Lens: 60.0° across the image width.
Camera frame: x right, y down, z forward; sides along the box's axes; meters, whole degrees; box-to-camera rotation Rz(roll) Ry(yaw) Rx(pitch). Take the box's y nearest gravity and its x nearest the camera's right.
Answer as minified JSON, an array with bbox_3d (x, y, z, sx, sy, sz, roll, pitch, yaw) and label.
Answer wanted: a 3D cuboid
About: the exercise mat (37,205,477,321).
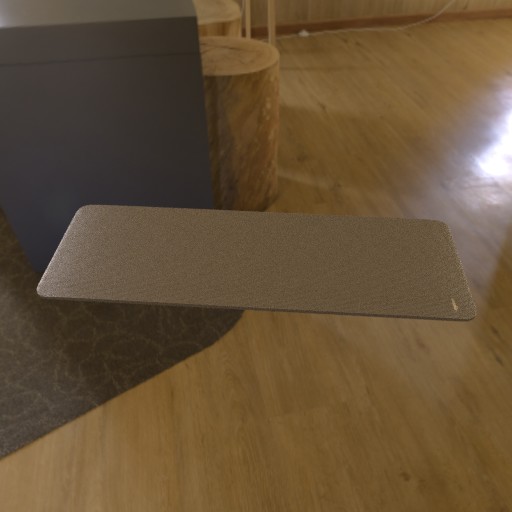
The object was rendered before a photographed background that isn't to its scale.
[{"bbox_3d":[0.000,0.000,2.063,1.884,0.021,0.616,3,46,3],"label":"exercise mat"}]
